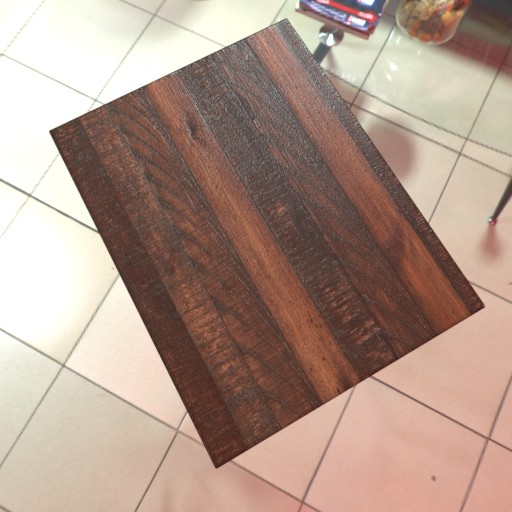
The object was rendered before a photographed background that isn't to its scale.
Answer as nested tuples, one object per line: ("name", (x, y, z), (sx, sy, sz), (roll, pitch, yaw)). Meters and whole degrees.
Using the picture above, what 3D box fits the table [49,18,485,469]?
("table", (0.000, 0.000, 1.097), (0.524, 0.612, 0.678), (-29, 78, -7))
